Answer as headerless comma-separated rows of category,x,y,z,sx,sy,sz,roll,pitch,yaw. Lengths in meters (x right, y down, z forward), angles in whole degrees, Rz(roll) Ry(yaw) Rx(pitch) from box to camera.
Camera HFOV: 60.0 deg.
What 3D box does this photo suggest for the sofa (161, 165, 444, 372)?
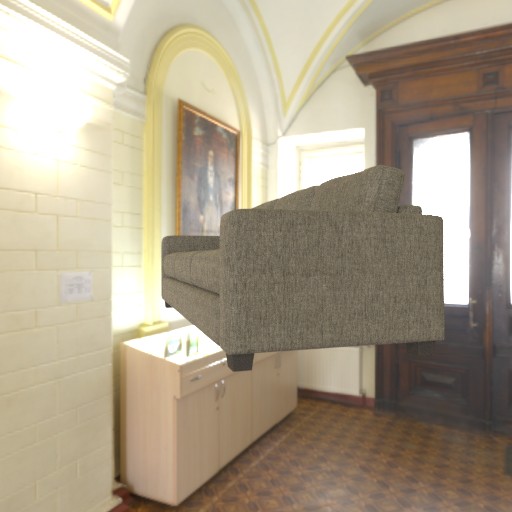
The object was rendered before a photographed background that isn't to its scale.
sofa,0.000,0.000,2.635,0.900,0.800,2.160,0,0,-18
